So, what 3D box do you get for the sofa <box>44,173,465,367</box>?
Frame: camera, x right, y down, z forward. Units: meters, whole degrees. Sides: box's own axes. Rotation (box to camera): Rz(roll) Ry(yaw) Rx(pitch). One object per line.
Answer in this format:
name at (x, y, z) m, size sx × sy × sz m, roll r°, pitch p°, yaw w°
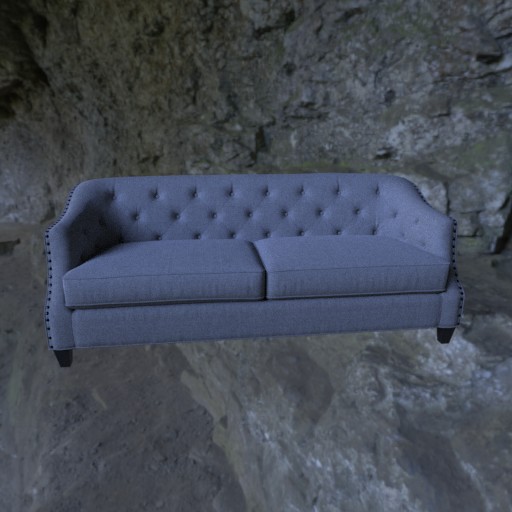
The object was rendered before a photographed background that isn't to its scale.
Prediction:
sofa at (0.000, 0.000, 2.696) m, size 2.235 × 0.901 × 0.914 m, roll -2°, pitch 17°, yaw -7°
